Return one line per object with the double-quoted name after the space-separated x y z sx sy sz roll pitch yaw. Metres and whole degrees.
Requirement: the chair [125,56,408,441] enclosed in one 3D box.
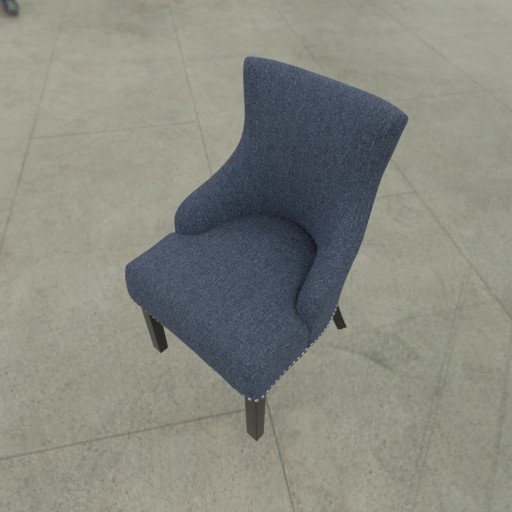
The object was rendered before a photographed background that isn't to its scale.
0.000 0.000 1.324 0.566 0.909 0.629 33 54 28 "chair"
